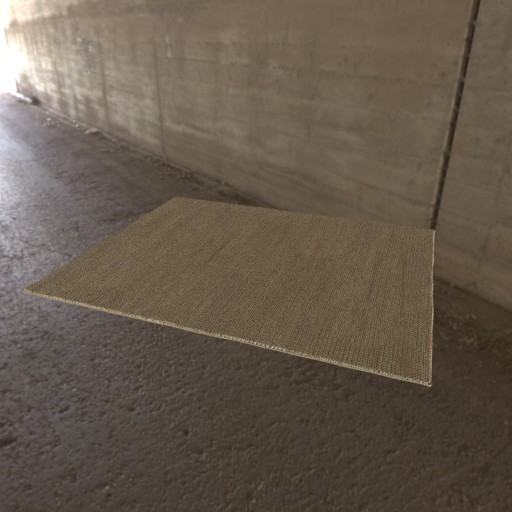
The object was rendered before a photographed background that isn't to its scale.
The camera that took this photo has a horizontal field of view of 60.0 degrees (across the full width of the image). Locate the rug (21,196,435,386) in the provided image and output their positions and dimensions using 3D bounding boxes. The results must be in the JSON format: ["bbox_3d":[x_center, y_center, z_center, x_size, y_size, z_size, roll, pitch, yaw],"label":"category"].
[{"bbox_3d":[0.000,0.000,4.030,3.052,0.030,2.429,9,28,18],"label":"rug"}]
